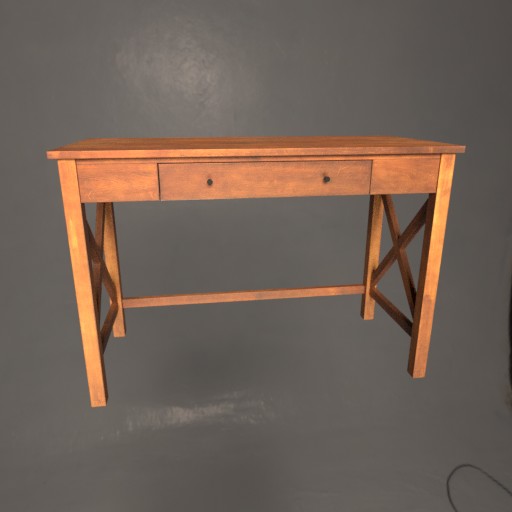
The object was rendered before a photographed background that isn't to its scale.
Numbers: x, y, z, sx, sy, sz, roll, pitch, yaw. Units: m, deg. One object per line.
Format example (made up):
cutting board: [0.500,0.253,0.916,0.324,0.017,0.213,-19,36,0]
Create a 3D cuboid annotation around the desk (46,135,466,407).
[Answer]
desk: [0.000,0.000,1.523,1.117,0.762,0.508,-3,19,-8]
